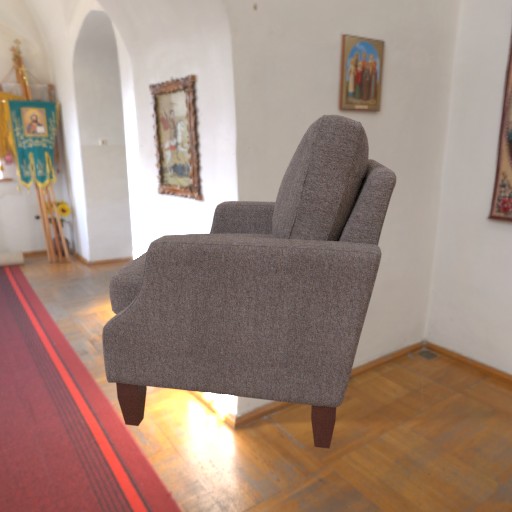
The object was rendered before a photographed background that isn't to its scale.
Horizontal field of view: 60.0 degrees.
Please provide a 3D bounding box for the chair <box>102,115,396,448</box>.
[{"bbox_3d":[0.000,0.000,1.660,0.897,0.993,0.855,3,15,10],"label":"chair"}]
